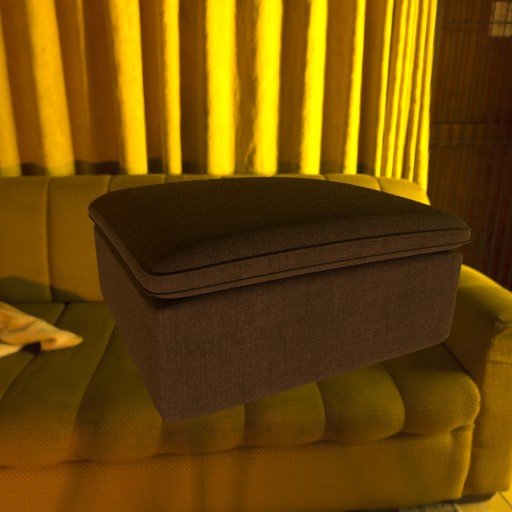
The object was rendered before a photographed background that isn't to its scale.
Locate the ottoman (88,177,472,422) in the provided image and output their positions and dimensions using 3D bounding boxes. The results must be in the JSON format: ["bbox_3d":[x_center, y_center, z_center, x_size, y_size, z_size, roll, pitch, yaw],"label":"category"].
[{"bbox_3d":[0.000,0.000,1.677,1.067,0.559,1.067,-8,19,-26],"label":"ottoman"}]
